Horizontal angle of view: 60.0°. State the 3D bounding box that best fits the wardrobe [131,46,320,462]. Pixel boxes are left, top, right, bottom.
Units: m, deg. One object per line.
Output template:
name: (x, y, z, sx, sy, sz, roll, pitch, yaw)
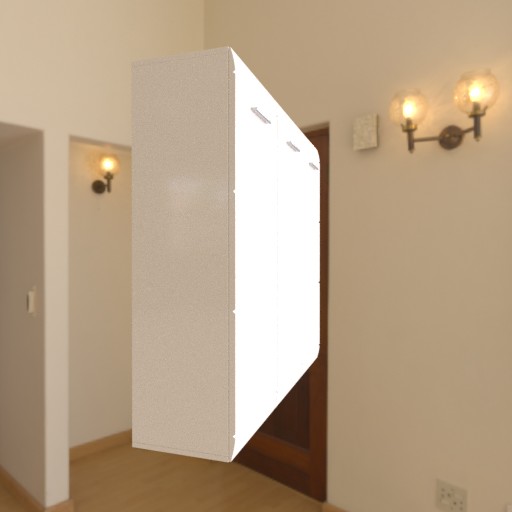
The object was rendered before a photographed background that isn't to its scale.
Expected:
wardrobe: (0.000, 0.000, 1.942, 0.360, 1.200, 1.340, 0, 0, 18)
